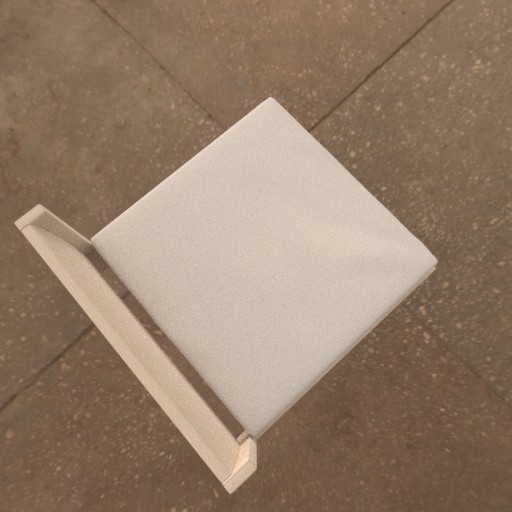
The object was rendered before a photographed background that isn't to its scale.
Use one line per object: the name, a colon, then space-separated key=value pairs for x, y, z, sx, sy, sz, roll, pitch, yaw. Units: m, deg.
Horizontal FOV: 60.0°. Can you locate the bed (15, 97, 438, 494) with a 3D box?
bed: x=0.000 y=0.000 z=3.549 sx=2.293 sy=1.471 sz=2.145 roll=-41 pitch=80 yaw=-9
